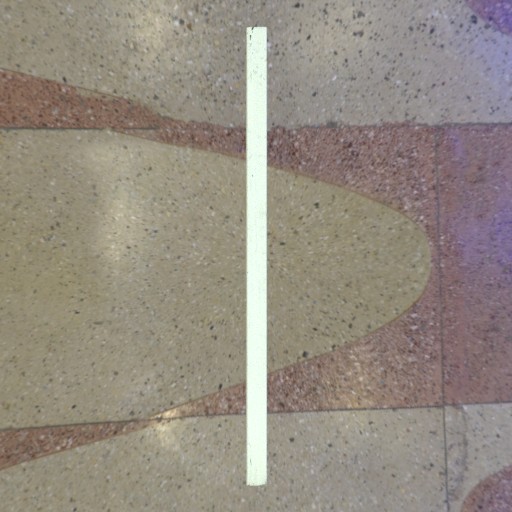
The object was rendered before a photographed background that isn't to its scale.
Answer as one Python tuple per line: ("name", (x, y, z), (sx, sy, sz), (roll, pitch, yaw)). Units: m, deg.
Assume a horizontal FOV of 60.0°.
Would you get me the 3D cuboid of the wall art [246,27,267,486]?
("wall art", (0.000, 0.000, 1.111), (0.038, 0.762, 0.762), (0, 90, 0))
